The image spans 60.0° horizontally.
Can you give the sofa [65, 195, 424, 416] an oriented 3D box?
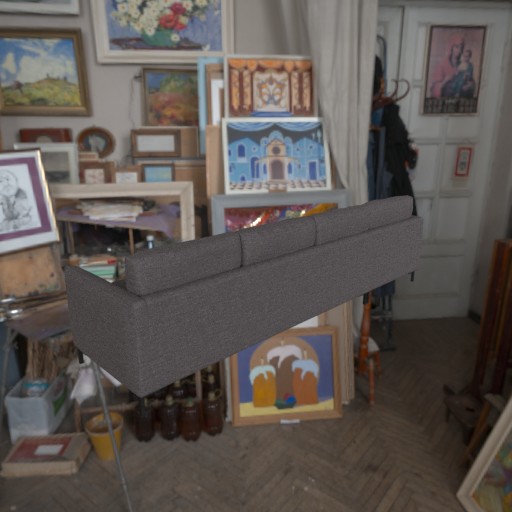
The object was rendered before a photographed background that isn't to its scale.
[{"bbox_3d":[0.000,0.000,3.238,2.731,0.754,1.258,-15,22,-42],"label":"sofa"}]
